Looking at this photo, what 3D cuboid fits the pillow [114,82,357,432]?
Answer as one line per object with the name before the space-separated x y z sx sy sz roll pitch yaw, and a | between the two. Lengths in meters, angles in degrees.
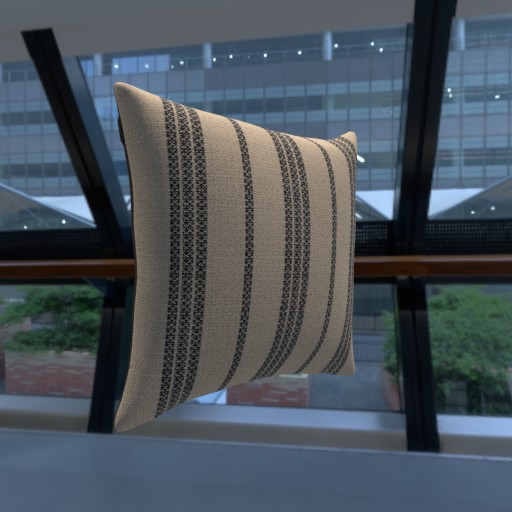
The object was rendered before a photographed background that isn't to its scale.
pillow | 0.000 0.000 0.627 0.405 0.406 0.173 -1 2 -36
